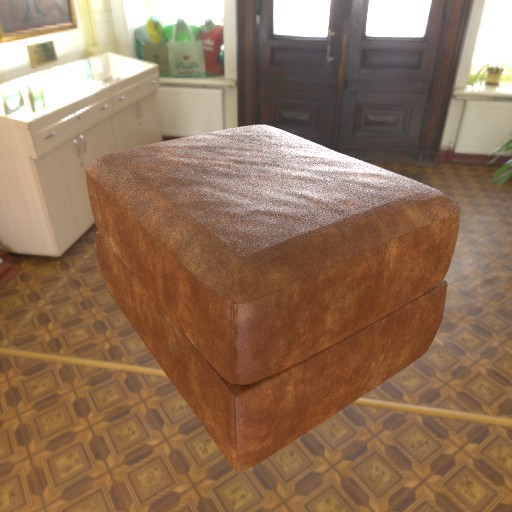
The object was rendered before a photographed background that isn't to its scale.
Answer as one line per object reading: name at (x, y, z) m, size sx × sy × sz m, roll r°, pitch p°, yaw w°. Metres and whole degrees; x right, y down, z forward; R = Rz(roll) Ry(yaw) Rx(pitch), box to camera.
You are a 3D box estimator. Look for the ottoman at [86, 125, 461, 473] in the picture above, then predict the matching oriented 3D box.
ottoman at (0.000, 0.000, 1.116) m, size 0.603 × 0.476 × 0.751 m, roll -20°, pitch 37°, yaw -29°
